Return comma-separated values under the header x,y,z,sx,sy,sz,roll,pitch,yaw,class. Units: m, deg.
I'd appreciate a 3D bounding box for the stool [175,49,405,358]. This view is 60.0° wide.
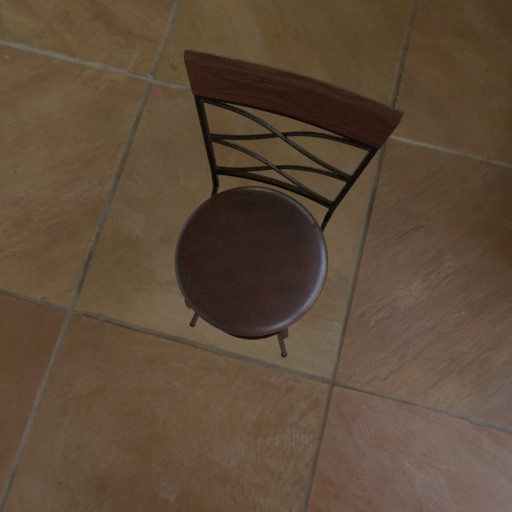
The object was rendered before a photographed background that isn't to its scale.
x,y,z,sx,sy,sz,roll,pitch,yaw,class
0.000,0.000,1.363,0.448,1.130,0.513,18,78,4,stool
